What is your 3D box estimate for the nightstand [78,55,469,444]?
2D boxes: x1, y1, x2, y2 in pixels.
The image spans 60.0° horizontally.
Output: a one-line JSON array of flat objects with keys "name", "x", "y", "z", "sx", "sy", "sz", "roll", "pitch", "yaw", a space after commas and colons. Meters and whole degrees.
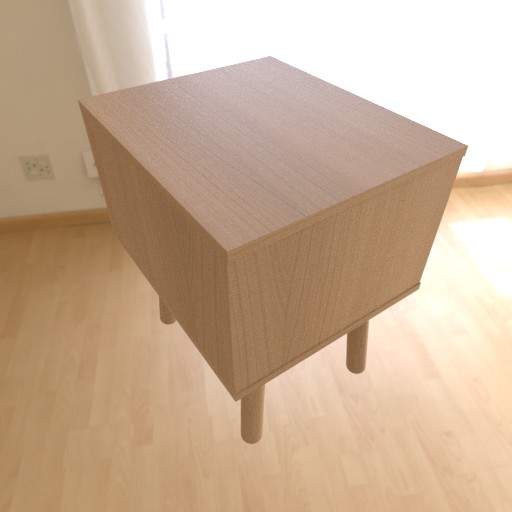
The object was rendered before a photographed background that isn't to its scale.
[{"name": "nightstand", "x": 0.000, "y": 0.000, "z": 0.825, "sx": 0.380, "sy": 0.530, "sz": 0.450, "roll": -25, "pitch": 47, "yaw": -25}]
